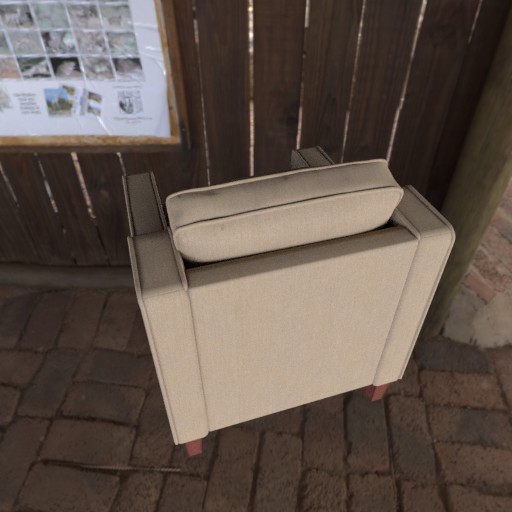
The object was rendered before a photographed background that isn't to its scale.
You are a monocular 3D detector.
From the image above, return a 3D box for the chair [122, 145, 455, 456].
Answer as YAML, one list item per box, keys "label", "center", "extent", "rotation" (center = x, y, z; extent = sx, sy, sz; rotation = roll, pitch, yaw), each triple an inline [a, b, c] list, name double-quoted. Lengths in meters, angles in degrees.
- label: "chair"
  center: [0.000, 0.000, 1.618]
  extent: [0.831, 0.960, 0.909]
  rotation: [-12, 42, -13]
